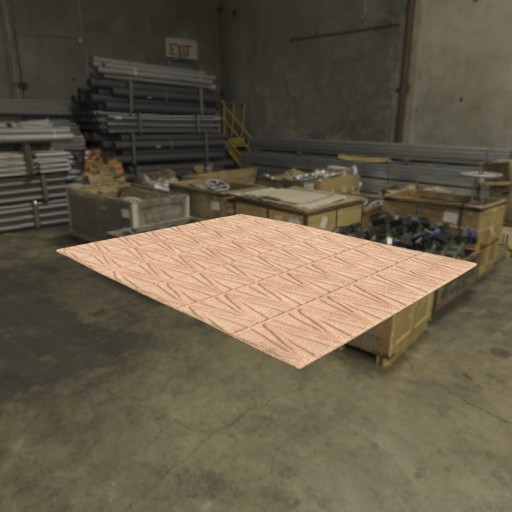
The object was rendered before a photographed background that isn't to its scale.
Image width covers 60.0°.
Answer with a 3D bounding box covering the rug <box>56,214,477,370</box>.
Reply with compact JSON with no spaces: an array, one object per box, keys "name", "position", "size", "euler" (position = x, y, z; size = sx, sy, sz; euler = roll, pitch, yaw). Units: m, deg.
[{"name":"rug","position":[0.000,0.000,4.076],"size":[2.453,0.043,3.052],"euler":[-16,23,-43]}]
